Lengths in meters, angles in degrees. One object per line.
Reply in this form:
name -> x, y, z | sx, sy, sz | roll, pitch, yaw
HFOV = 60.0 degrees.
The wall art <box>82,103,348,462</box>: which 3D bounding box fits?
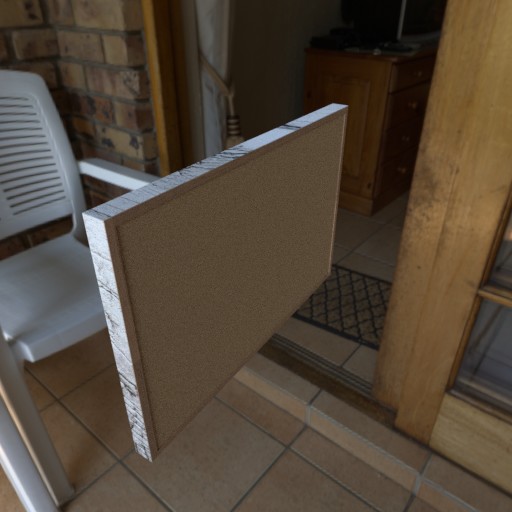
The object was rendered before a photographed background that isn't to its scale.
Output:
wall art -> 0.000, 0.000, 0.786 | 0.035, 0.407, 0.613 | 19, 36, 28
